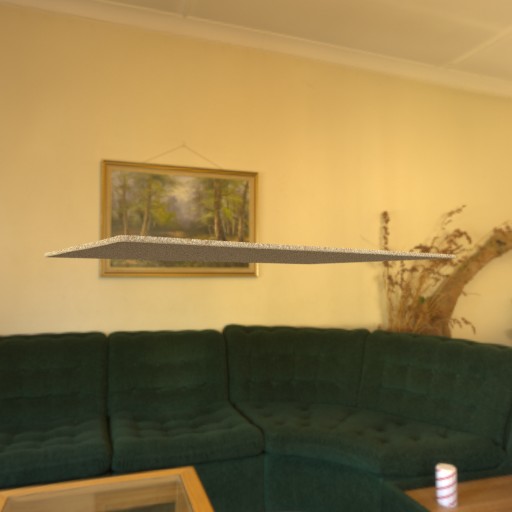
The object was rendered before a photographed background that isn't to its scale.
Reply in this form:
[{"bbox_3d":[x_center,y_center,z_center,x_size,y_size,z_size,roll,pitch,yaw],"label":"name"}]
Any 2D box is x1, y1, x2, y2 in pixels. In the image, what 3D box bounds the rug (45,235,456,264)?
[{"bbox_3d":[0.000,0.000,2.972,2.349,0.025,1.500,2,-4,-36],"label":"rug"}]
